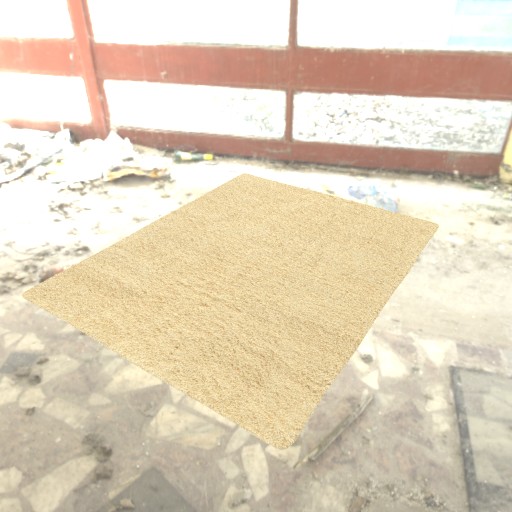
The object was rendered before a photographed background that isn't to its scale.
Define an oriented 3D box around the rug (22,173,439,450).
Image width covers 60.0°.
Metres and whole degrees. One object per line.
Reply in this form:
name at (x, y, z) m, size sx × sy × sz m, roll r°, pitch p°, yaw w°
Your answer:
rug at (0.000, 0.000, 3.923) m, size 2.401 × 0.025 × 3.001 m, roll 20°, pitch 38°, yaw 28°
